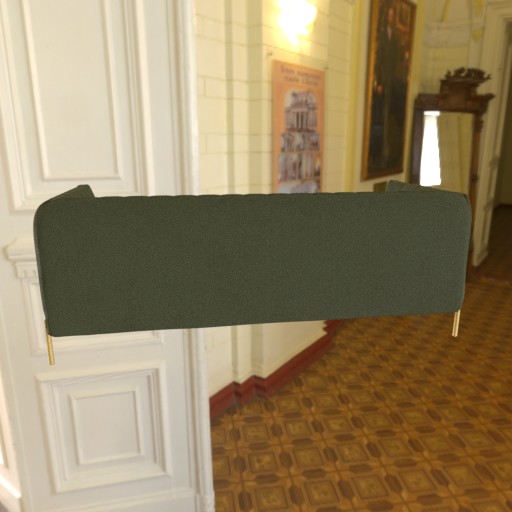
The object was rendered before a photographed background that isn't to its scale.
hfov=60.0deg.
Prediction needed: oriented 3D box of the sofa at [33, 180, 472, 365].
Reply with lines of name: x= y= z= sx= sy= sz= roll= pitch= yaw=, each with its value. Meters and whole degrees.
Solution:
sofa: x=0.000 y=0.000 z=2.534 sx=2.137 sy=0.793 sz=0.896 roll=-2 pitch=15 yaw=-8
